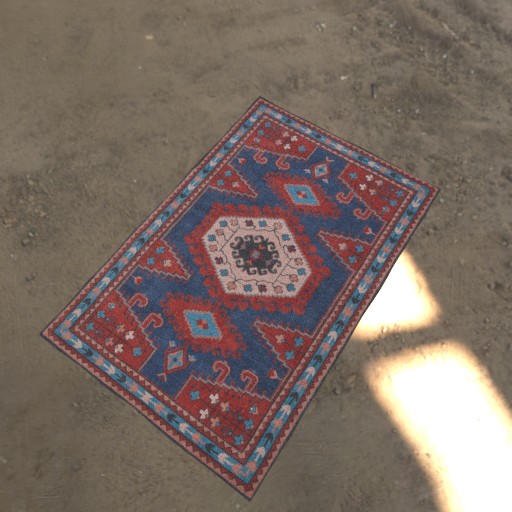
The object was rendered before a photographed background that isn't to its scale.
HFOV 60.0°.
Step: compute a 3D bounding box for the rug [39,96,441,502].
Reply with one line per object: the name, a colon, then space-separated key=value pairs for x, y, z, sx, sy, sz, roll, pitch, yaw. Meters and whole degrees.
rug: x=0.000 y=0.000 z=2.236 sx=1.207 sy=0.012 sz=1.820 roll=32 pitch=68 yaw=14
